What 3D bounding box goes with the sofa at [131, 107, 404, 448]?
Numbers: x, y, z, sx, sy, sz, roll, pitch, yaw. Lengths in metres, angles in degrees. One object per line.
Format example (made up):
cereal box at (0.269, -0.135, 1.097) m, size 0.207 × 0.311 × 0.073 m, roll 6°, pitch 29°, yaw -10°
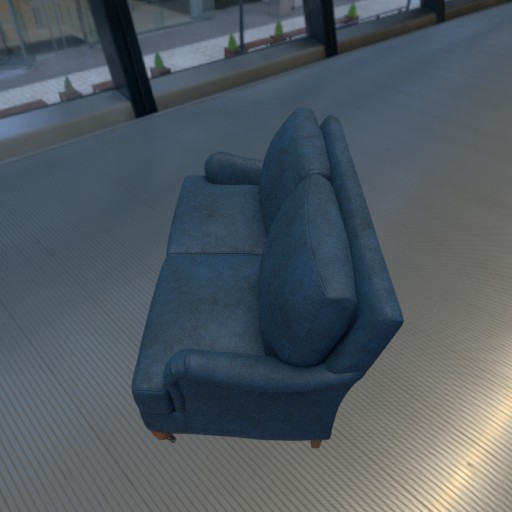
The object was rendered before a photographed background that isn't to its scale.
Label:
sofa at (0.000, 0.000, 2.540) m, size 1.084 × 1.101 × 1.853 m, roll 0°, pitch 41°, yaw 0°
